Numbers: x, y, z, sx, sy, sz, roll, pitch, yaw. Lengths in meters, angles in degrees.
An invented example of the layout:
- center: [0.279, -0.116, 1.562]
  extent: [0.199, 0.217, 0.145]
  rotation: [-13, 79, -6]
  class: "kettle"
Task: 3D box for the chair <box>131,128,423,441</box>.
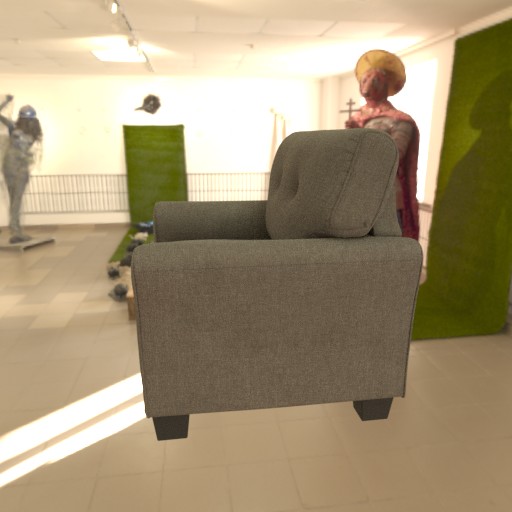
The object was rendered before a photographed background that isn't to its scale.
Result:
- center: [0.000, 0.000, 1.624]
  extent: [0.816, 0.890, 0.941]
  rotation: [-2, 15, -8]
  class: "chair"
